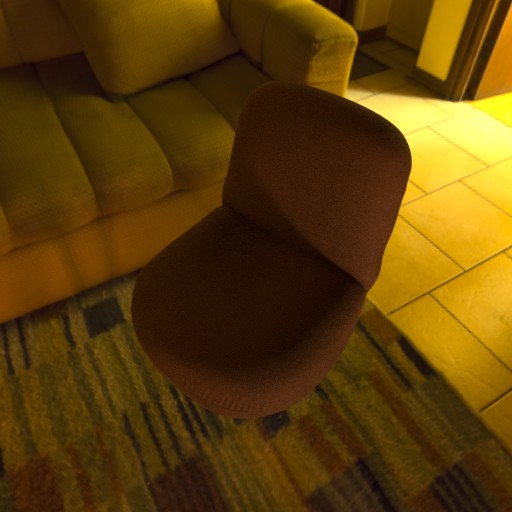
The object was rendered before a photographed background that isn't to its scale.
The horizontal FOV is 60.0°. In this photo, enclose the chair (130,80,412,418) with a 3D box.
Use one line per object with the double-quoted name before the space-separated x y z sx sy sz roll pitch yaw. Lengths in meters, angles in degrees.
"chair" 0.000 0.000 1.017 0.521 0.594 0.597 31 55 25
